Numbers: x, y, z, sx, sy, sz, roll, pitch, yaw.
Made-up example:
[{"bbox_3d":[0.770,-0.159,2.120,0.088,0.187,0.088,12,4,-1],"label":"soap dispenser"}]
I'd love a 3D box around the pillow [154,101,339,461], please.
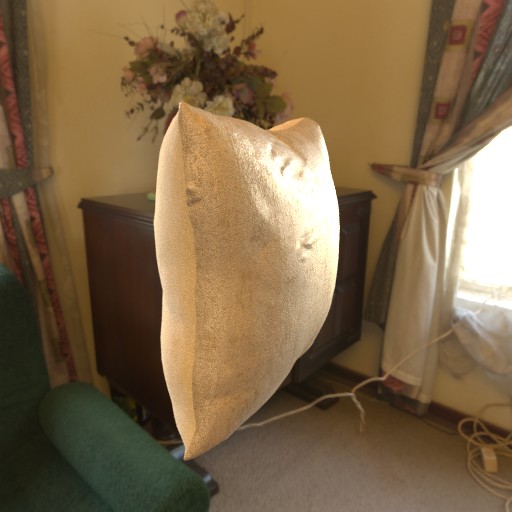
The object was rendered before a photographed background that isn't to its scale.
[{"bbox_3d":[0.000,0.000,0.720,0.245,0.448,0.450,7,16,26],"label":"pillow"}]
